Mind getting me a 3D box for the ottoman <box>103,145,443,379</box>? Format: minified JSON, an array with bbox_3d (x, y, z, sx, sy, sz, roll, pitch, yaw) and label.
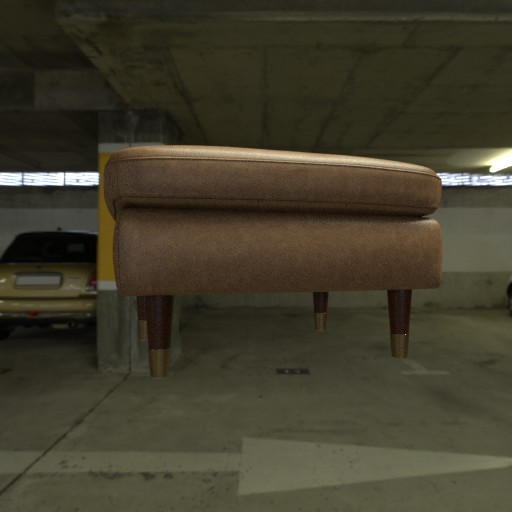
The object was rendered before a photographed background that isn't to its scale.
[{"bbox_3d":[0.000,0.000,1.149,0.747,0.478,0.593,0,0,-18],"label":"ottoman"}]
